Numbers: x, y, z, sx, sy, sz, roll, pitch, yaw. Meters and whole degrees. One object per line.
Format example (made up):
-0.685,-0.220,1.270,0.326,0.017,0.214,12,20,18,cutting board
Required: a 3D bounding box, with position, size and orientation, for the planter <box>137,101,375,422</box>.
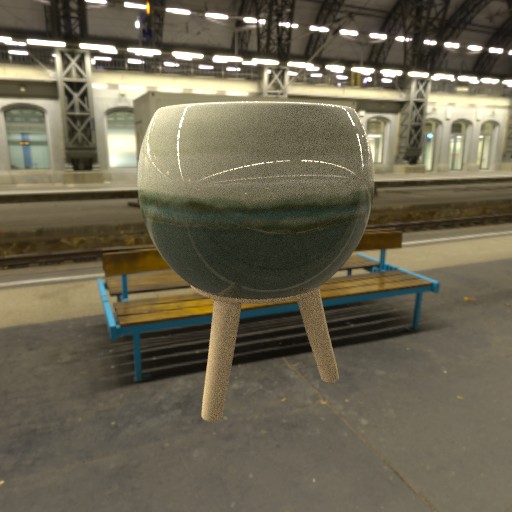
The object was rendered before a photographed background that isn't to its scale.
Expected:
0.000,0.000,0.445,0.222,0.278,0.222,0,14,0,planter
